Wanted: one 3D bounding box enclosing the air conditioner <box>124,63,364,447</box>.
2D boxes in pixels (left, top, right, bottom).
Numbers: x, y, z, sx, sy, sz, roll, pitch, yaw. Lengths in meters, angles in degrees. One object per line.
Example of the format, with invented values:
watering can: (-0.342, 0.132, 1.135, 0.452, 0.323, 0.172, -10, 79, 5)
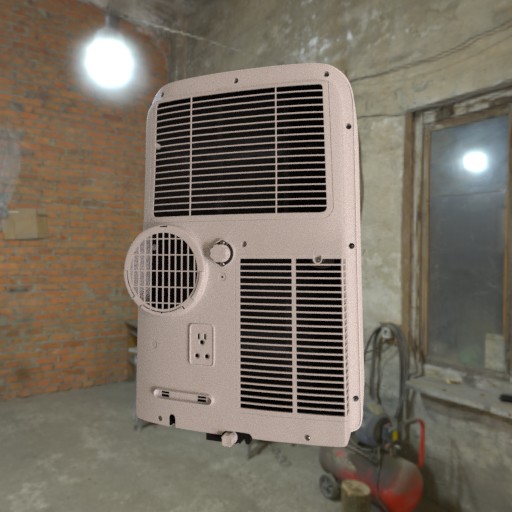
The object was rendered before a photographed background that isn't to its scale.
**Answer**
air conditioner: (0.000, 0.000, 0.946, 0.454, 0.700, 0.365, 0, 0, 18)
